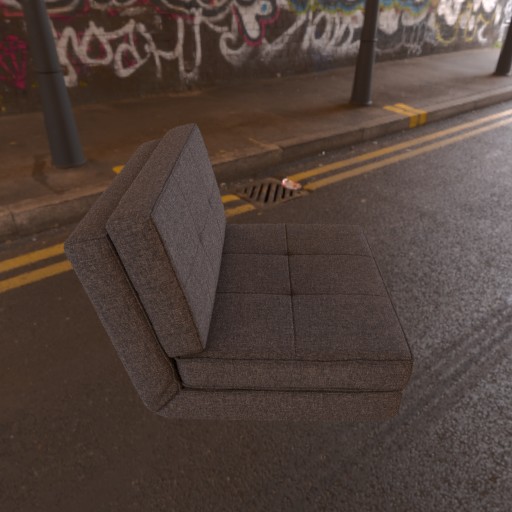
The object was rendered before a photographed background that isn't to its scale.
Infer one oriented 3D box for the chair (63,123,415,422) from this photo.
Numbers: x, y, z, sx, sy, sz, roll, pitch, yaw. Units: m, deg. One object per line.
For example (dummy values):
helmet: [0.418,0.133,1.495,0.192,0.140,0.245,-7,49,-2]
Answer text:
chair: [0.000,0.000,1.336,0.800,0.615,0.740,1,31,1]
